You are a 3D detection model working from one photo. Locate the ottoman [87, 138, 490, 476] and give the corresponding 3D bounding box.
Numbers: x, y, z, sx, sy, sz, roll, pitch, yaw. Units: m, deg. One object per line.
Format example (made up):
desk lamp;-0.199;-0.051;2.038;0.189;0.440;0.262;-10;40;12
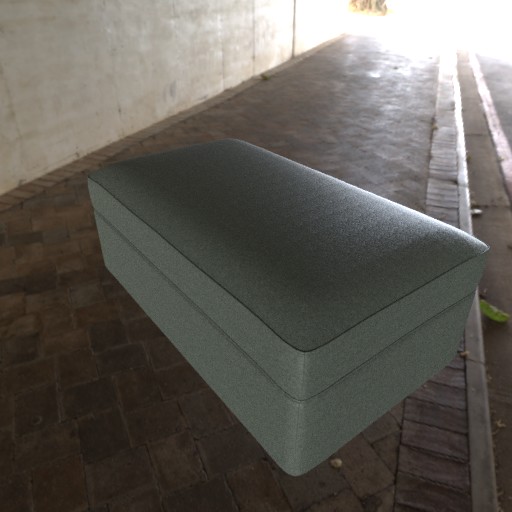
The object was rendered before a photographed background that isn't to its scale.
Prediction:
ottoman;0.000;0.000;1.468;0.681;0.494;1.173;-22;38;-31
